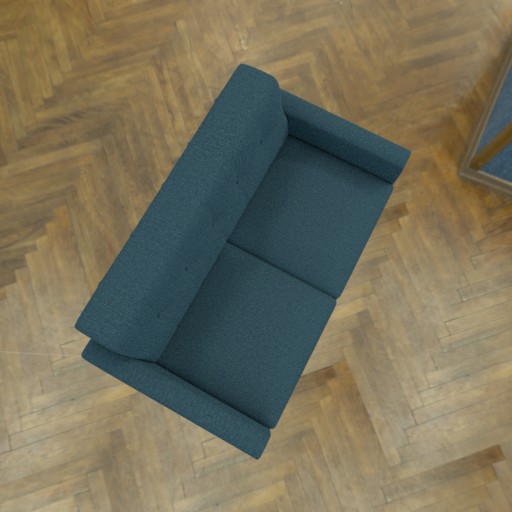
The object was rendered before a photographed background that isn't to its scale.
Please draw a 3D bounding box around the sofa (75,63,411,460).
[{"bbox_3d":[0.000,0.000,2.258,0.942,0.896,1.651,28,78,7],"label":"sofa"}]
